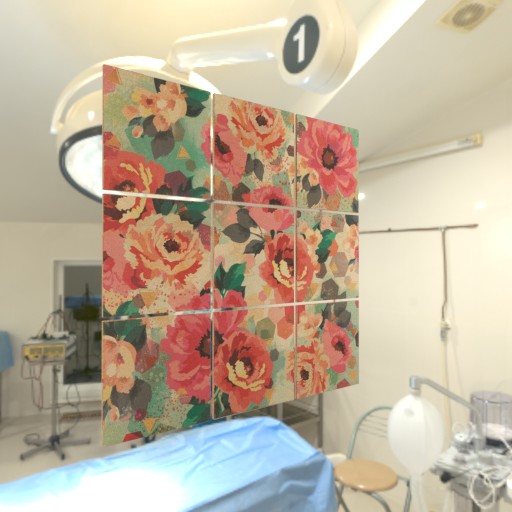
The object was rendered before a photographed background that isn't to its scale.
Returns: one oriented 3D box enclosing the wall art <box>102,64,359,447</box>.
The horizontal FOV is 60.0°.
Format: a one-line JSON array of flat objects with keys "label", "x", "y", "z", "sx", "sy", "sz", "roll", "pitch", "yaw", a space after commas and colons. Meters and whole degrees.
[{"label": "wall art", "x": 0.000, "y": 0.000, "z": 1.775, "sx": 1.216, "sy": 1.220, "sz": 0.013, "roll": 0, "pitch": 0, "yaw": -36}]
